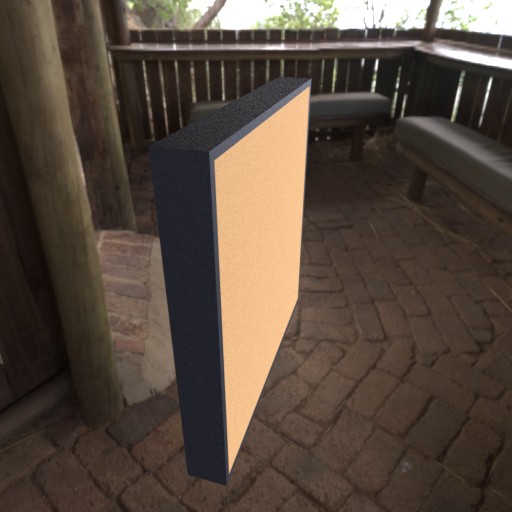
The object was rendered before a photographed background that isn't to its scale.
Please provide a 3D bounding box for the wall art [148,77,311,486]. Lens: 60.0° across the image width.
[{"bbox_3d":[0.000,0.000,0.455,0.038,0.304,0.304,9,30,15],"label":"wall art"}]
